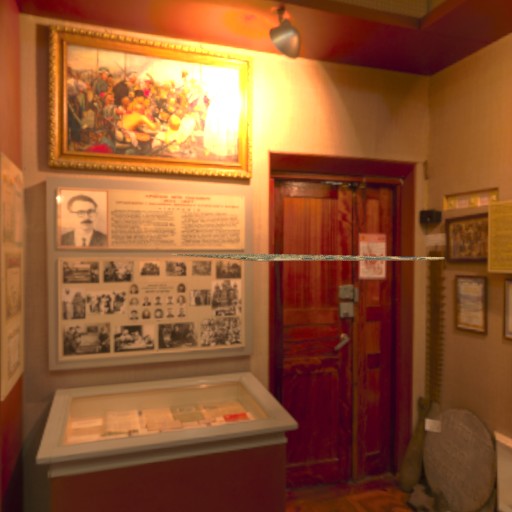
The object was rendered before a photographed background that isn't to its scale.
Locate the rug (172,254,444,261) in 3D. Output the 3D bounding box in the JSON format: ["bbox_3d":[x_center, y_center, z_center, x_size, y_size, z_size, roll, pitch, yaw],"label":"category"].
[{"bbox_3d":[0.000,0.000,2.731,0.768,0.011,2.446,0,1,-17],"label":"rug"}]
